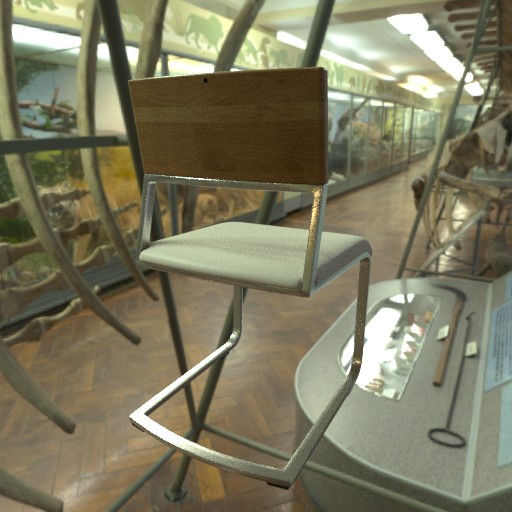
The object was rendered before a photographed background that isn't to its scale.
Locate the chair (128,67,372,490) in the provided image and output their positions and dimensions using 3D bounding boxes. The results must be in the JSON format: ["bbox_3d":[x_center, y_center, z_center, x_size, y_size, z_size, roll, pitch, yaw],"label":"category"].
[{"bbox_3d":[0.000,0.000,1.148,0.467,0.844,0.585,9,18,28],"label":"chair"}]
